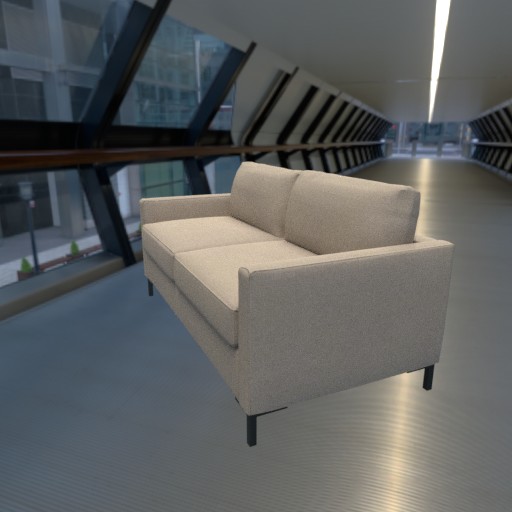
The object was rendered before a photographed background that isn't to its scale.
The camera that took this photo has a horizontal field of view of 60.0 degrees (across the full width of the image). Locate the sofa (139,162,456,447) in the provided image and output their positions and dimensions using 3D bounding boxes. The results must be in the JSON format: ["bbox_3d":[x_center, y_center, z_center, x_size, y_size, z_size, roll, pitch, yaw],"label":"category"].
[{"bbox_3d":[0.000,0.000,2.233,0.875,0.840,1.682,-7,17,-24],"label":"sofa"}]
